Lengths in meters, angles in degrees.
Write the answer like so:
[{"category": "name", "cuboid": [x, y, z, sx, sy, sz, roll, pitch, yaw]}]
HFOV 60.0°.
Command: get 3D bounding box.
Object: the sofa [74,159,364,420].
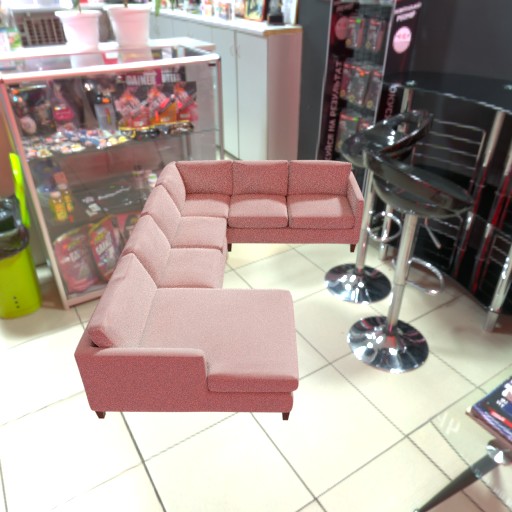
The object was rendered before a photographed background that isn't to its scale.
[{"category": "sofa", "cuboid": [0.000, 0.000, 4.672, 2.593, 0.956, 3.459, 0, 33, 1]}]
